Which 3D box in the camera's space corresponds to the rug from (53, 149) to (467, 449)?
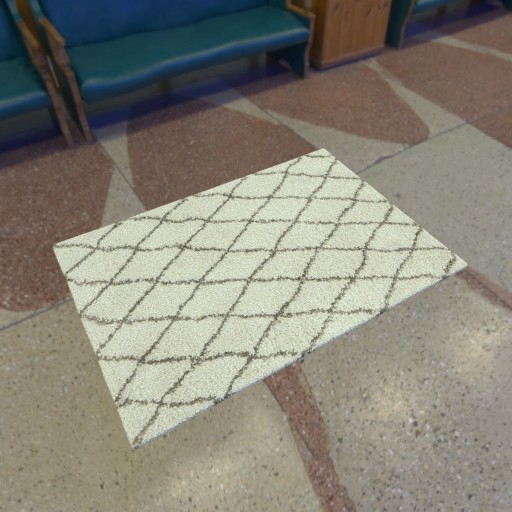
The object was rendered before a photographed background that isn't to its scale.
[{"bbox_3d":[0.000,0.000,2.293,1.778,0.030,1.219,-23,51,-20],"label":"rug"}]
